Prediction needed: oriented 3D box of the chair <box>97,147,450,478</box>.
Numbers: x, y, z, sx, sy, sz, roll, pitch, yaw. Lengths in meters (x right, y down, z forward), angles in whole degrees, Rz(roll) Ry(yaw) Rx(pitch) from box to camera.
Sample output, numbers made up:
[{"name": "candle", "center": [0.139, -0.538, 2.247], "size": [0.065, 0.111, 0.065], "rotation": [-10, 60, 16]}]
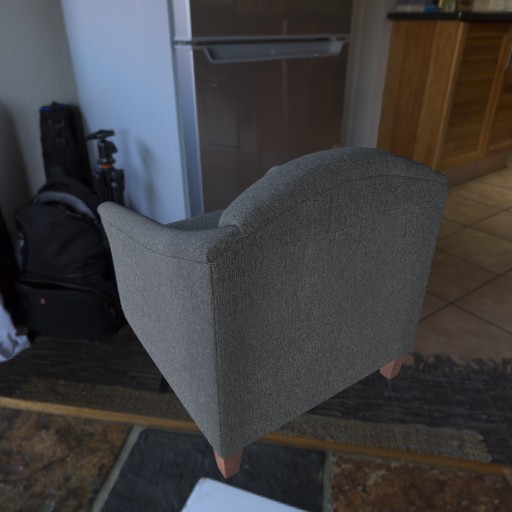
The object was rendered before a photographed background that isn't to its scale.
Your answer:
[{"name": "chair", "center": [0.000, 0.000, 1.431], "size": [0.763, 0.839, 0.787], "rotation": [-18, 34, -30]}]
